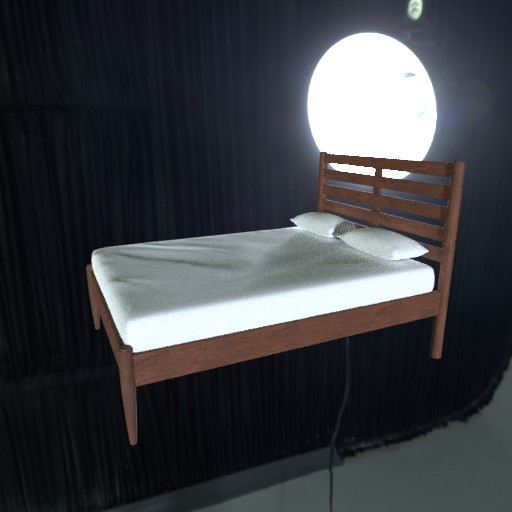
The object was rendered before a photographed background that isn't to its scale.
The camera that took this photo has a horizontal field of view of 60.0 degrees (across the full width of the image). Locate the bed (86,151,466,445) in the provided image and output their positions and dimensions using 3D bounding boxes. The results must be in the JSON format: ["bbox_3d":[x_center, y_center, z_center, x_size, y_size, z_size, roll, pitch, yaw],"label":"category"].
[{"bbox_3d":[0.000,0.000,3.048,2.093,1.304,1.509,-7,18,-25],"label":"bed"}]
